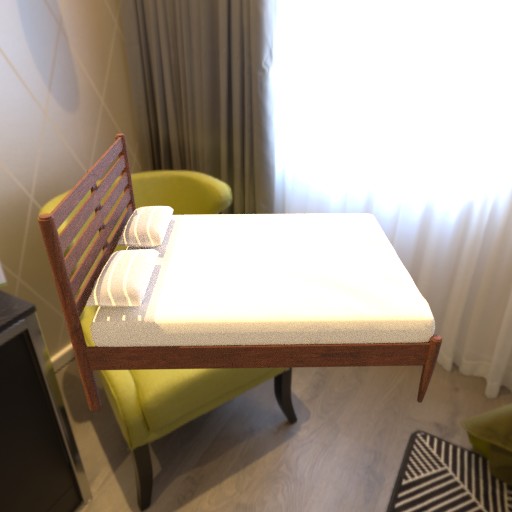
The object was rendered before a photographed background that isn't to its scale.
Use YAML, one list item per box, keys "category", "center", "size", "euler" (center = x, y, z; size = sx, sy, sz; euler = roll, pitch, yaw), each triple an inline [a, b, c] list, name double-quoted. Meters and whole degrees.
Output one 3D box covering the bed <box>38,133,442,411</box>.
- category: "bed"
  center: [0.000, 0.000, 3.062]
  size: [2.093, 1.304, 1.509]
  euler: [-1, 30, -1]
